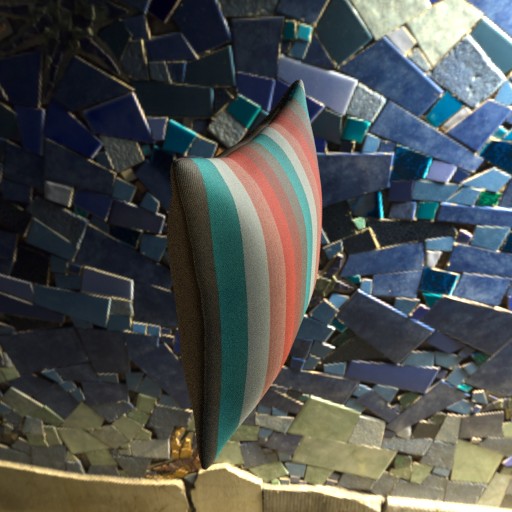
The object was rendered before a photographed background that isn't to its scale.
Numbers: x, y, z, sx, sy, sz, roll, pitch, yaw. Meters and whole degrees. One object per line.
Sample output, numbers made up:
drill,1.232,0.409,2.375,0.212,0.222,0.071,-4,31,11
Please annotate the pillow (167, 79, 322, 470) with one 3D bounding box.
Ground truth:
pillow,0.000,0.000,0.678,0.168,0.443,0.453,10,32,16
